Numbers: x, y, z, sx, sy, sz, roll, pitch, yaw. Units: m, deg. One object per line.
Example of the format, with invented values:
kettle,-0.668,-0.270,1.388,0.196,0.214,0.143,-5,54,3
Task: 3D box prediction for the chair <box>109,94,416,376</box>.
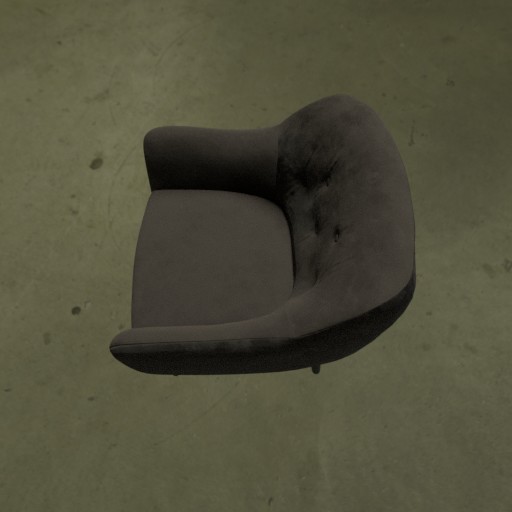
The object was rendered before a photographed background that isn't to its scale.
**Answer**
chair,0.000,0.000,1.509,0.819,0.807,0.840,-1,58,0
